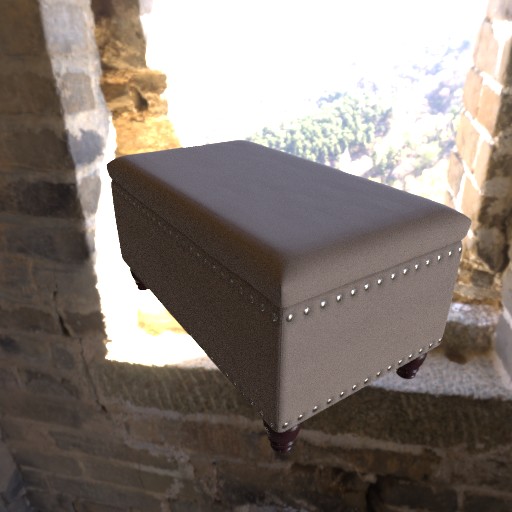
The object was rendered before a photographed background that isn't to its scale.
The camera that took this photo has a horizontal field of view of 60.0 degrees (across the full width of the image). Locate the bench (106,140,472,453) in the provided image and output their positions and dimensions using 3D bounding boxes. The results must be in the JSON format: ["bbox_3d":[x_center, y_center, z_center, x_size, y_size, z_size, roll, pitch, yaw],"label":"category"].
[{"bbox_3d":[0.000,0.000,1.211,0.500,0.449,0.887,-17,31,-30],"label":"bench"}]
